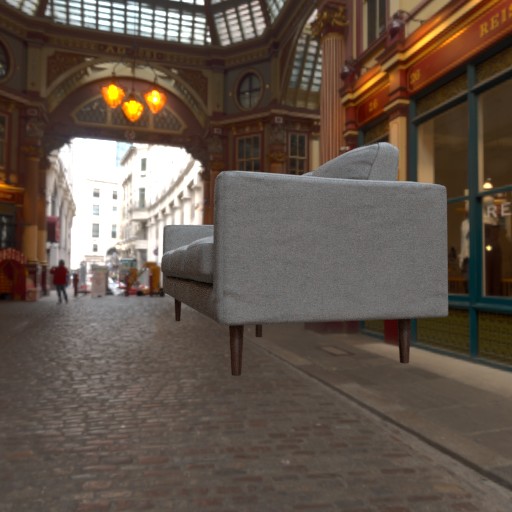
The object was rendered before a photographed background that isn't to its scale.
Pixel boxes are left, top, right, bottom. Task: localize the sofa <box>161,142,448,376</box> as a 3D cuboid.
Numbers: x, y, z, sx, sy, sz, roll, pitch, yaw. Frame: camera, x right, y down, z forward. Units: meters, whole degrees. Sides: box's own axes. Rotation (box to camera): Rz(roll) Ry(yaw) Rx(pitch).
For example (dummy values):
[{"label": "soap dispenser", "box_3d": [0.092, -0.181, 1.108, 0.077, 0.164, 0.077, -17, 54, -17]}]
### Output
[{"label": "sofa", "box_3d": [0.000, 0.000, 2.517, 0.944, 0.918, 1.983, 0, -2, -17]}]
